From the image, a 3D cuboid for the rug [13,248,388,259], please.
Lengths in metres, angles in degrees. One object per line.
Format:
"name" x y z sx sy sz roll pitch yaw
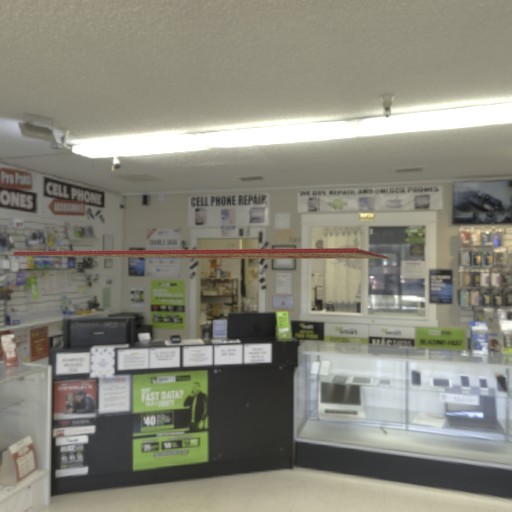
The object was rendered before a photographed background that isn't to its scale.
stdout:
"rug" 0.000 0.000 2.223 1.194 0.013 1.802 0 -1 19
